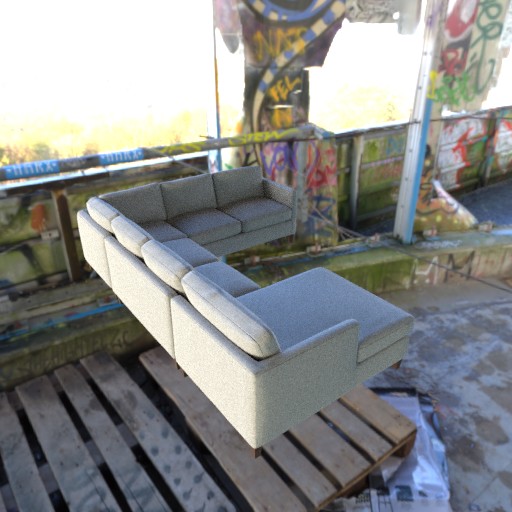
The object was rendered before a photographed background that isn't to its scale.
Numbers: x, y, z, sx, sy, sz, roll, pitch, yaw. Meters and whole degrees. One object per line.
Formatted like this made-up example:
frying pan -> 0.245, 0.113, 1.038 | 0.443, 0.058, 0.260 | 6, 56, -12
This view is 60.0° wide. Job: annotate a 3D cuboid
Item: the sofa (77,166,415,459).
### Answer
sofa -> 0.000, 0.000, 4.592 | 2.593, 0.959, 3.460 | -18, 31, -32
